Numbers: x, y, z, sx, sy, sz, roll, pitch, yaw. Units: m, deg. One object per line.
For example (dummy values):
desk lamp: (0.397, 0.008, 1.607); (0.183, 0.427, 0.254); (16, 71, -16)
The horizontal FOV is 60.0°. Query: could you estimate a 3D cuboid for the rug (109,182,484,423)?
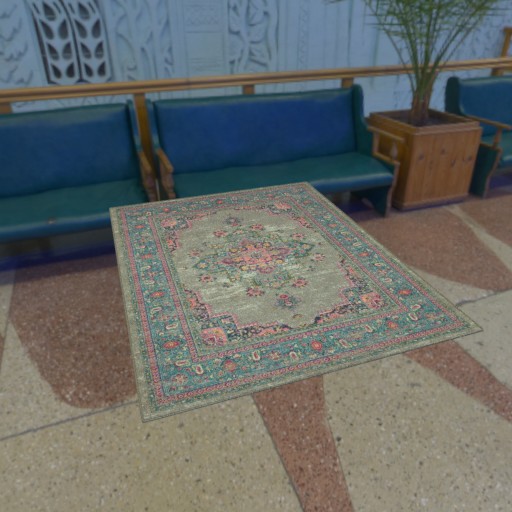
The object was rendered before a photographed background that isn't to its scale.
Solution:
rug: (0.000, 0.000, 4.090); (2.434, 0.013, 3.057); (-10, 32, -16)
